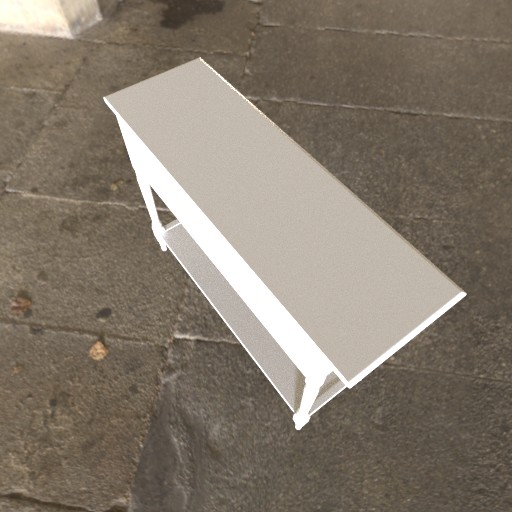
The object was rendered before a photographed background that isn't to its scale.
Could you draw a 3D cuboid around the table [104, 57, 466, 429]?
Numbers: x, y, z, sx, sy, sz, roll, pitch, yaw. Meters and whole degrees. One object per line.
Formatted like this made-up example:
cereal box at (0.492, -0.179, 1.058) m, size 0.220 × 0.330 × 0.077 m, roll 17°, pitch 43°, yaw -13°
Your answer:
table at (0.000, 0.000, 1.605) m, size 0.384 × 0.808 × 1.197 m, roll -32°, pitch 62°, yaw -19°
